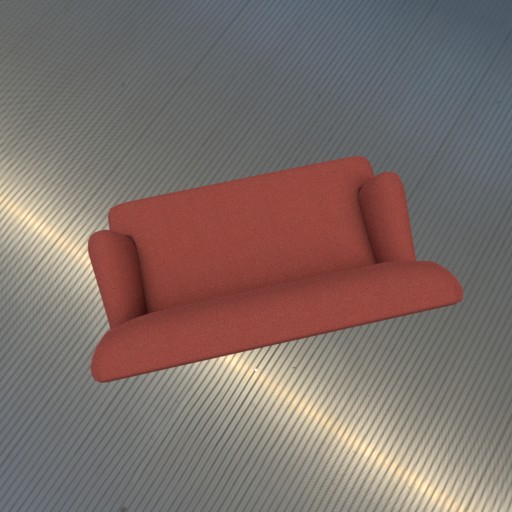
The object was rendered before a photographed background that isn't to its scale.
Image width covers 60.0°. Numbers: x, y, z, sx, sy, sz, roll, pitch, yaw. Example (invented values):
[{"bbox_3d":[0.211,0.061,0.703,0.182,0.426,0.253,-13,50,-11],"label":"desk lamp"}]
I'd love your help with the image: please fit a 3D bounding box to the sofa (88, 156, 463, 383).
[{"bbox_3d":[0.000,0.000,1.849,1.297,0.889,0.779,-12,76,-3],"label":"sofa"}]
